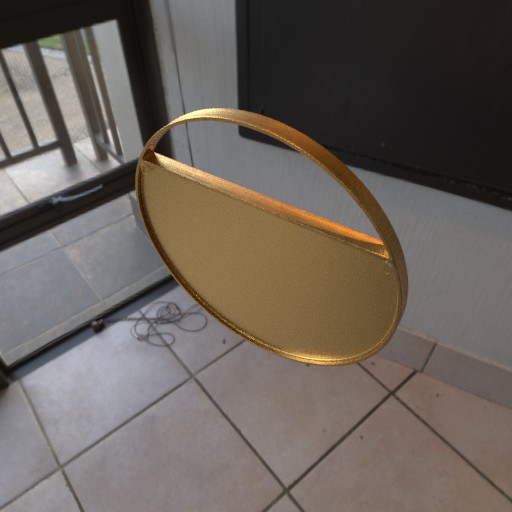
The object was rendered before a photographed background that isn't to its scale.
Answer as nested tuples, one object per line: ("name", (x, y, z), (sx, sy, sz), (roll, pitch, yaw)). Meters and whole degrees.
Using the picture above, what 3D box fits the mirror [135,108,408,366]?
("mirror", (0.000, 0.000, 0.840), (0.565, 0.565, 0.032), (24, 51, 22))
